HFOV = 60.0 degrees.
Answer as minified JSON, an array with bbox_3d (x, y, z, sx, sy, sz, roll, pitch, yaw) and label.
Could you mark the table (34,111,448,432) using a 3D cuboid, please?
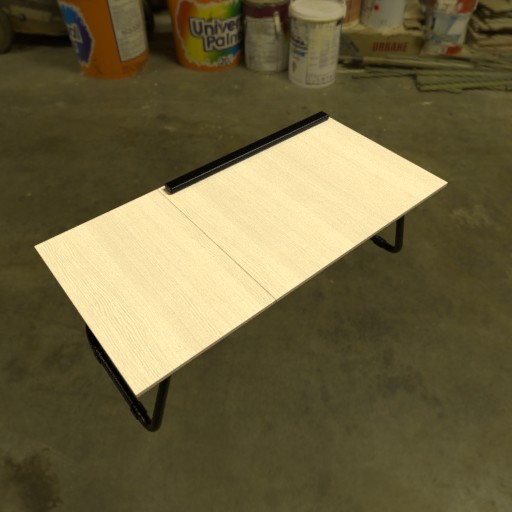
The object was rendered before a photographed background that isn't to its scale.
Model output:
[{"bbox_3d":[0.000,0.000,0.832,0.644,0.242,0.322,-31,54,-26],"label":"table"}]
